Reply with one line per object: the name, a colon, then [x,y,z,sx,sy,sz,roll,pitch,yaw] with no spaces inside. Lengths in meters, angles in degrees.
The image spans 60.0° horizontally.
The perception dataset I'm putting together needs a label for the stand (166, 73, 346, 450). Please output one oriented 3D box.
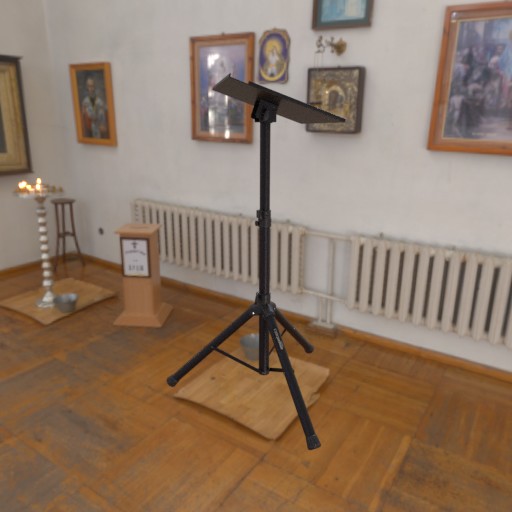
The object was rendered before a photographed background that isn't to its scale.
stand: [0.000,0.000,1.618,0.702,1.198,0.702,-3,16,-11]
